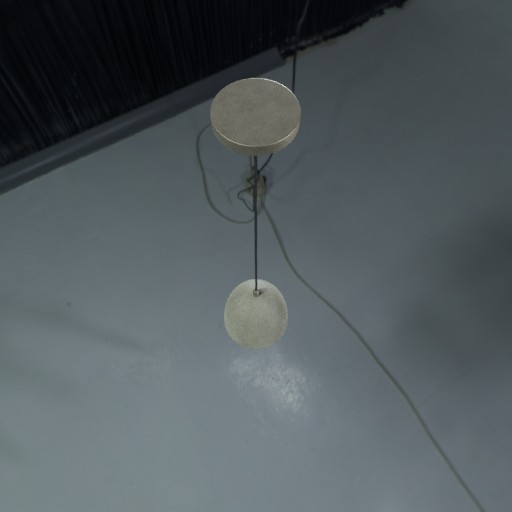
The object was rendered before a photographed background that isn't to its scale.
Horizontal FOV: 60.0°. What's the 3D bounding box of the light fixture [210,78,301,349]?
[{"bbox_3d":[0.000,0.000,0.853,0.170,0.759,0.170,-32,68,-14],"label":"light fixture"}]
